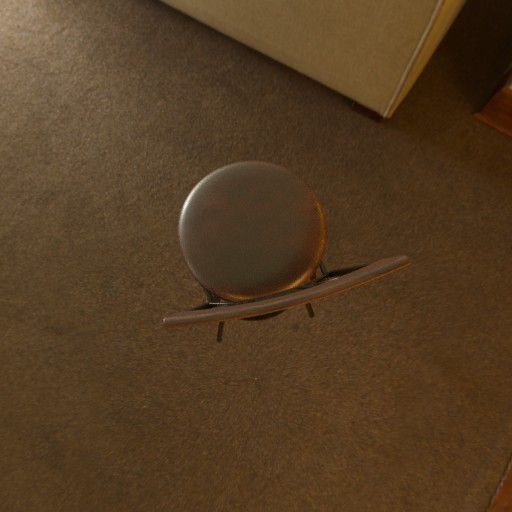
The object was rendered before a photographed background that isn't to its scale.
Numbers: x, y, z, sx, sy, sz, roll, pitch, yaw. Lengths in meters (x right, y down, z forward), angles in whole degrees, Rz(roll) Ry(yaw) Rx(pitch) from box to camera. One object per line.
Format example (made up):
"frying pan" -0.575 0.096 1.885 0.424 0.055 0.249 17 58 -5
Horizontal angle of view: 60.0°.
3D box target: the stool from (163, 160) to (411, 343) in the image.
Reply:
"stool" 0.000 0.000 1.375 0.448 1.130 0.513 -14 75 -4
